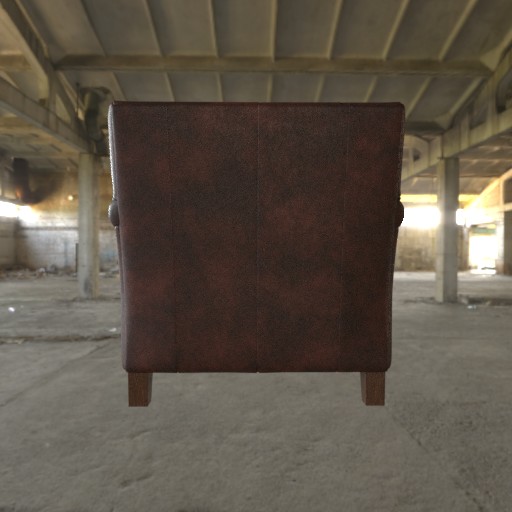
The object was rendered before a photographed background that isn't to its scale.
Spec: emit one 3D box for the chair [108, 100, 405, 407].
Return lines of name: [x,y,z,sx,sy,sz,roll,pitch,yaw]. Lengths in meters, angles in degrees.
chair: [0.000,0.000,1.883,0.987,1.051,1.156,0,0,-1]
